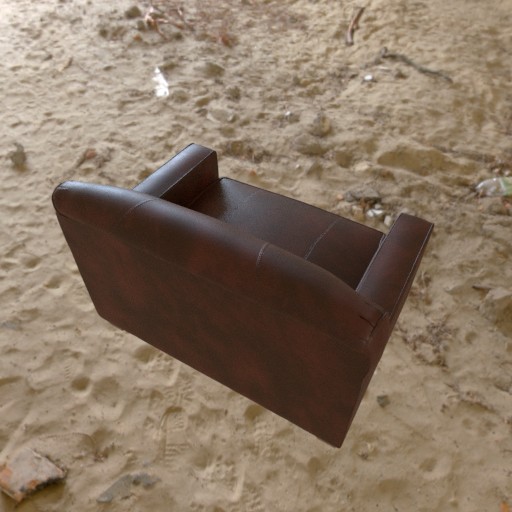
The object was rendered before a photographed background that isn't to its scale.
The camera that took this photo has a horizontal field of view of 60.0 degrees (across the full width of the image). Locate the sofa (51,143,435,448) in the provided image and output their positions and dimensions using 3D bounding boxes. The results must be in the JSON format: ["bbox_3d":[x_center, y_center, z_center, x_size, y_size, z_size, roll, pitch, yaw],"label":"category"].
[{"bbox_3d":[0.000,0.000,2.108,1.413,0.956,1.000,23,50,21],"label":"sofa"}]
